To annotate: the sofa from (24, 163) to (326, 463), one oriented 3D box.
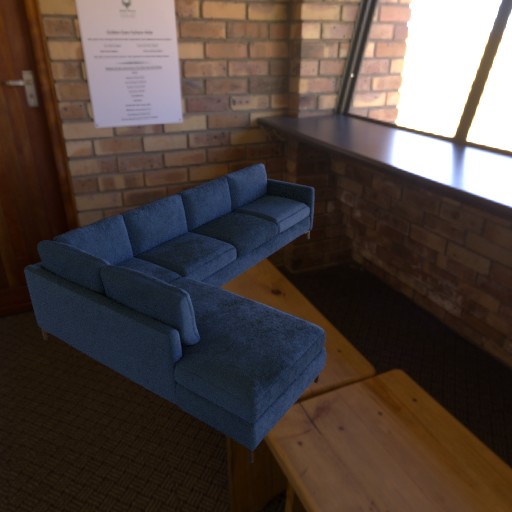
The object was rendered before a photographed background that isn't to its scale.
[{"bbox_3d":[0.000,0.000,3.759,2.007,0.815,2.949,17,30,31],"label":"sofa"}]
